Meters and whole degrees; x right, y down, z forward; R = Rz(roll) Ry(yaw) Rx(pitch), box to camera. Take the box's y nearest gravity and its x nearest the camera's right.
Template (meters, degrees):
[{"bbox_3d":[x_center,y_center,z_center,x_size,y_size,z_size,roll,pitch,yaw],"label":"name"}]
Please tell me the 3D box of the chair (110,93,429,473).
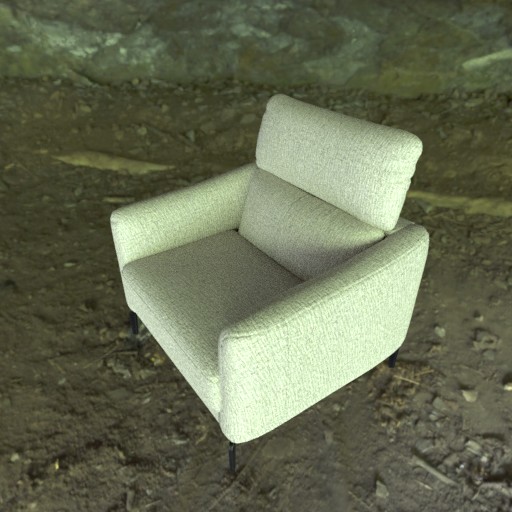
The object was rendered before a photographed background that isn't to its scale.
[{"bbox_3d":[0.000,0.000,1.668,0.835,0.967,0.972,-21,38,-29],"label":"chair"}]
